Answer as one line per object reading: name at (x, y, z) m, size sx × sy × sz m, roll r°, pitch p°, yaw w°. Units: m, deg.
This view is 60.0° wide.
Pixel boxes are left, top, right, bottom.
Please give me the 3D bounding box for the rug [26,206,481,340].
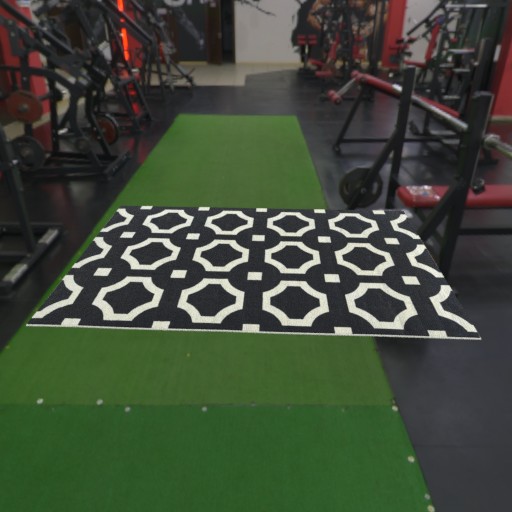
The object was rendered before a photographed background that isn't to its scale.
rug at (0.000, 0.000, 2.895) m, size 2.286 × 0.016 × 1.555 m, roll 1°, pitch 29°, yaw 2°
